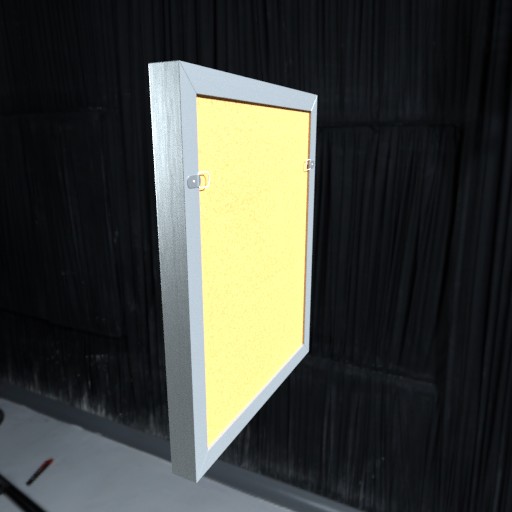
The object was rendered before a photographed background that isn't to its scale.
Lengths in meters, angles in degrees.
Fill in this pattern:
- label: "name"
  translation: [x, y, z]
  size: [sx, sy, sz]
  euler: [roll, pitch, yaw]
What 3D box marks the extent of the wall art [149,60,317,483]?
- label: "wall art"
  translation: [0.000, 0.000, 0.519]
  size: [0.030, 0.379, 0.308]
  euler: [7, 17, 26]
